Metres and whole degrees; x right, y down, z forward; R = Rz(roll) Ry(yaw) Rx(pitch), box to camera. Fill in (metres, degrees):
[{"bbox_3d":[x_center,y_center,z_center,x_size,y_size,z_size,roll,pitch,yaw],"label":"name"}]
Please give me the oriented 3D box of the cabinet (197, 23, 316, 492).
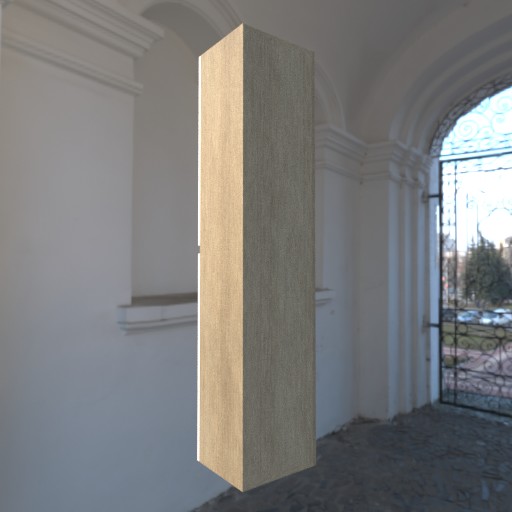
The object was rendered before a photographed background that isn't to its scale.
[{"bbox_3d":[0.000,0.000,1.521,0.300,1.400,0.270,1,-2,-37],"label":"cabinet"}]
